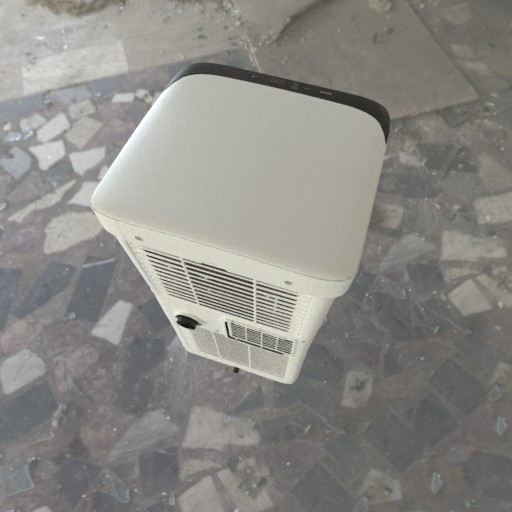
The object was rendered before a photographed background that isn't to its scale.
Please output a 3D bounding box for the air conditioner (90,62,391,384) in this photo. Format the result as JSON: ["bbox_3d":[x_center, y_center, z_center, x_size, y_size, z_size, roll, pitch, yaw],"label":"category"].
[{"bbox_3d":[0.000,0.000,0.920,0.352,0.716,0.369,16,64,8],"label":"air conditioner"}]
